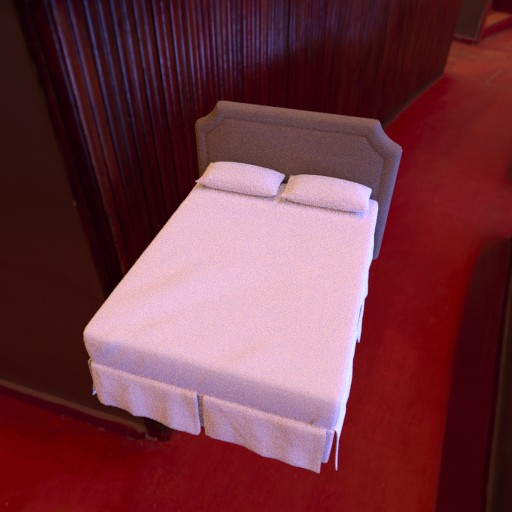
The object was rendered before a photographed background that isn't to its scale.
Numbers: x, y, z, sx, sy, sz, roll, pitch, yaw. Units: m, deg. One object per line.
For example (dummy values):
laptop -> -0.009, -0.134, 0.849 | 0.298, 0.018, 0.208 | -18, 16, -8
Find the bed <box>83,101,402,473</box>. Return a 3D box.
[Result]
bed -> 0.000, 0.000, 3.090 | 1.693, 1.290, 2.116 | 11, 42, 13
